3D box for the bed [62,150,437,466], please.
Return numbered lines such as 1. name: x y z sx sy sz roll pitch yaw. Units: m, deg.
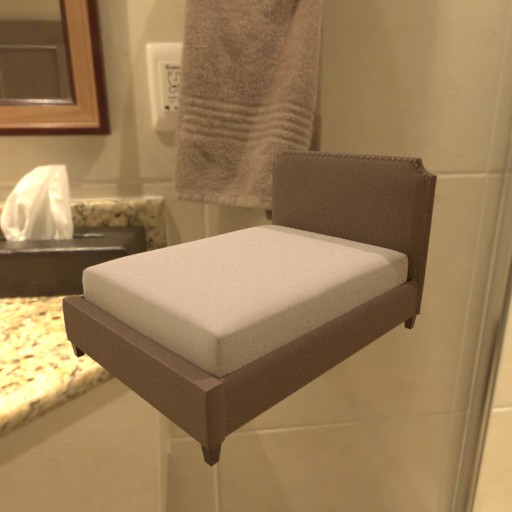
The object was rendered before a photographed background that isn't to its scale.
1. bed: 0.000 0.000 3.417 1.713 1.443 2.372 16 23 42
